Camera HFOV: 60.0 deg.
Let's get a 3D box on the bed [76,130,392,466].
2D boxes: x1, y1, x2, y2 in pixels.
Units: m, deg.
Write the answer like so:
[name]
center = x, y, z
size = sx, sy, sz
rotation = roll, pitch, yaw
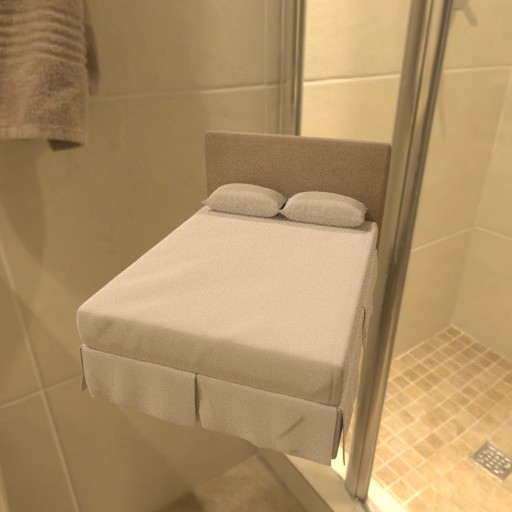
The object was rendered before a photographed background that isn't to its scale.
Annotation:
[bed]
center = 0.000, 0.000, 3.225
size = 1.713, 1.330, 2.162
rotation = 9, 28, 17
